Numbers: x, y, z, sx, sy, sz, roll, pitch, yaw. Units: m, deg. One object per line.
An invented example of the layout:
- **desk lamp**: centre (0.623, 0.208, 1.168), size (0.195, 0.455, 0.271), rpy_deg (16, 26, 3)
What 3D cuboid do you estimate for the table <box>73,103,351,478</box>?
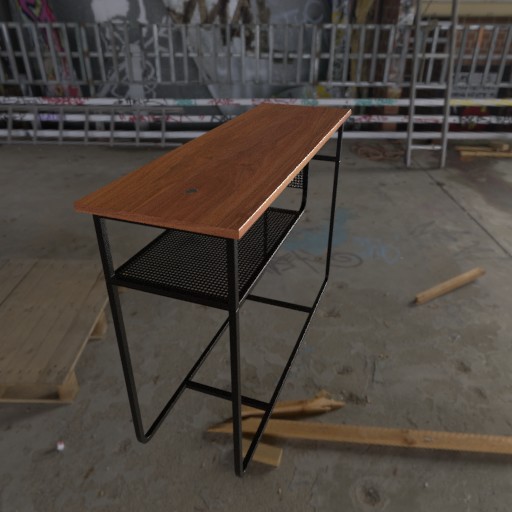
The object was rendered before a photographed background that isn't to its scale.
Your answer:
- **table**: centre (0.000, 0.000, 1.444), size (0.350, 0.750, 1.100), rpy_deg (10, 31, 18)
